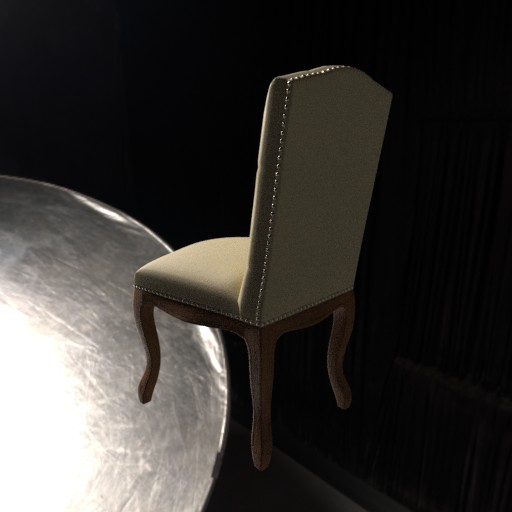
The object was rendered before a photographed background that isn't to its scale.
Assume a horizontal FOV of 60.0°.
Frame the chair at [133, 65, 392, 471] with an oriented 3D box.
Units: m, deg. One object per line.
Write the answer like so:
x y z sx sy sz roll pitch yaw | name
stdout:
0.000 0.000 1.538 0.623 1.165 0.715 -15 21 -43 | chair
